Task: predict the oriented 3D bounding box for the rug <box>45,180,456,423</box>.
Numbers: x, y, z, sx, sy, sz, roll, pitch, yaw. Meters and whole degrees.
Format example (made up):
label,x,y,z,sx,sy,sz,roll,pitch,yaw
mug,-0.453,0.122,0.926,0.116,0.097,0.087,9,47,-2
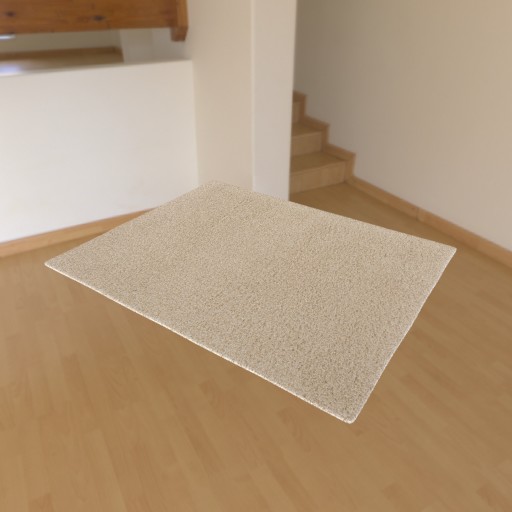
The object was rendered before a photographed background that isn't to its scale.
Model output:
label,x,y,z,sx,sy,sz,roll,pitch,yaw
rug,0.000,0.000,4.168,3.047,0.029,2.438,20,37,29
